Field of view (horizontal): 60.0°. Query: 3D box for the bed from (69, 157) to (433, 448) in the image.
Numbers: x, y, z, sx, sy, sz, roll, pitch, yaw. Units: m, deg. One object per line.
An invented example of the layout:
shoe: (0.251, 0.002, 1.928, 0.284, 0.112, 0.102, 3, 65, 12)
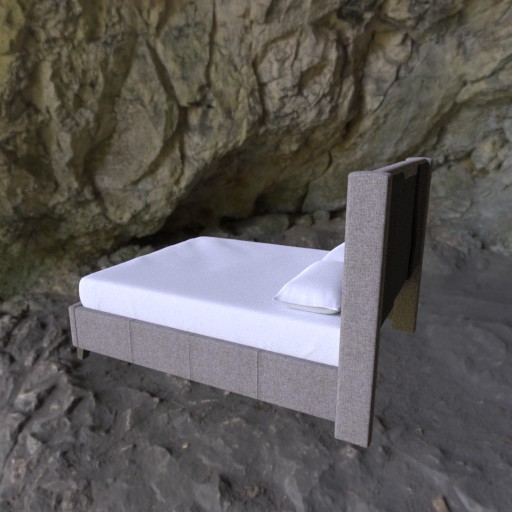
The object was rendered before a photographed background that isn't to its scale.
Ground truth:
bed: (0.000, 0.000, 3.420, 2.245, 1.476, 1.714, 8, 17, 26)
